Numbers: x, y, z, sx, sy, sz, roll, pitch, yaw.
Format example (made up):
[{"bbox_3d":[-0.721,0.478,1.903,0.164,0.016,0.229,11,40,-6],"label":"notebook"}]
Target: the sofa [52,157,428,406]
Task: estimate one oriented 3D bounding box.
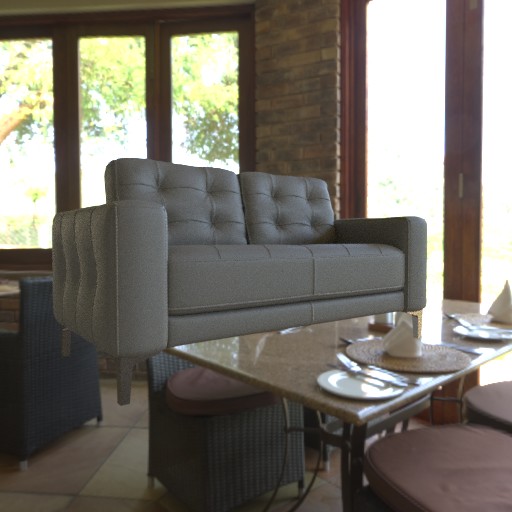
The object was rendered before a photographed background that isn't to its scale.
[{"bbox_3d":[0.000,0.000,2.186,1.726,0.893,0.833,-2,3,-37],"label":"sofa"}]
